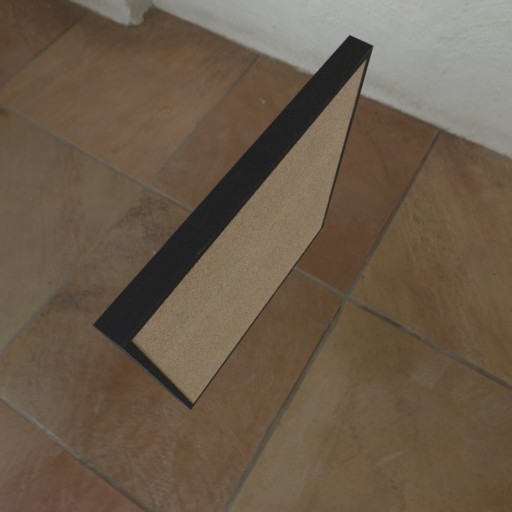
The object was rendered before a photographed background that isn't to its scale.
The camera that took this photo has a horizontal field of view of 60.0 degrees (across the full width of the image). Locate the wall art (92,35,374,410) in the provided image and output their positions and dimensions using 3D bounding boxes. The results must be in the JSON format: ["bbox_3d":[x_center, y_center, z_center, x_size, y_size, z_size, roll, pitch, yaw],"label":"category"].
[{"bbox_3d":[0.000,0.000,0.750,0.038,0.508,0.508,32,69,14],"label":"wall art"}]
